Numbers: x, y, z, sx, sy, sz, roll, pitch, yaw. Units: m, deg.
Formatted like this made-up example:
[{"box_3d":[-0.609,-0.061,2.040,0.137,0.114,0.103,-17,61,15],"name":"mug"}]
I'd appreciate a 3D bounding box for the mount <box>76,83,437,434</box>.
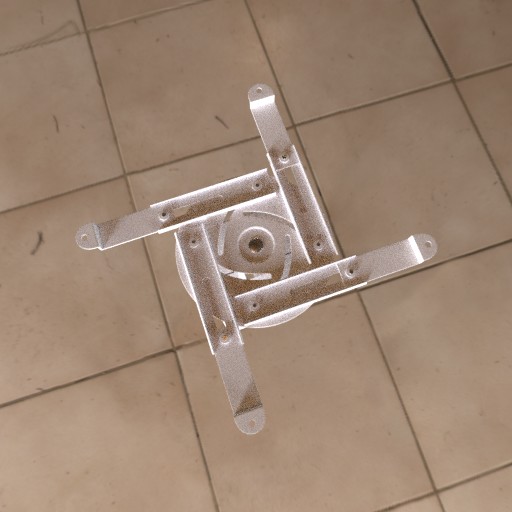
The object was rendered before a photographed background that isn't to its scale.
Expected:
[{"box_3d":[0.000,0.000,0.582,0.394,0.141,0.394,-19,76,-5],"name":"mount"}]
